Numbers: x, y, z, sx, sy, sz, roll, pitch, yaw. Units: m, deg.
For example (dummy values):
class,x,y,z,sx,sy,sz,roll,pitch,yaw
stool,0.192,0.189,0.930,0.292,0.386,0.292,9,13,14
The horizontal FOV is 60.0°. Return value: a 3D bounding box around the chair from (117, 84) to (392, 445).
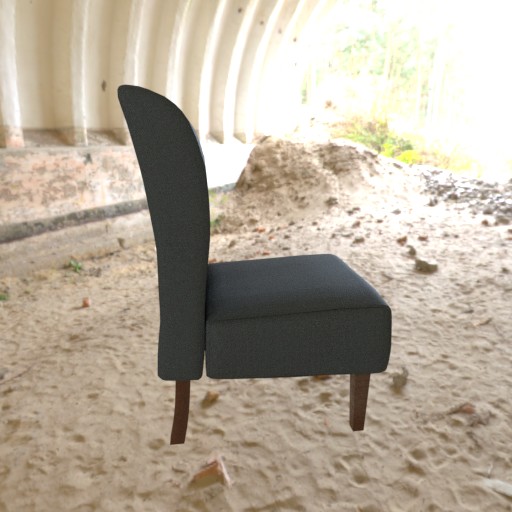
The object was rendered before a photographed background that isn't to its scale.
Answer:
class,x,y,z,sx,sy,sz,roll,pitch,yaw
chair,0.000,0.000,1.180,0.592,0.804,0.513,-2,15,-8
